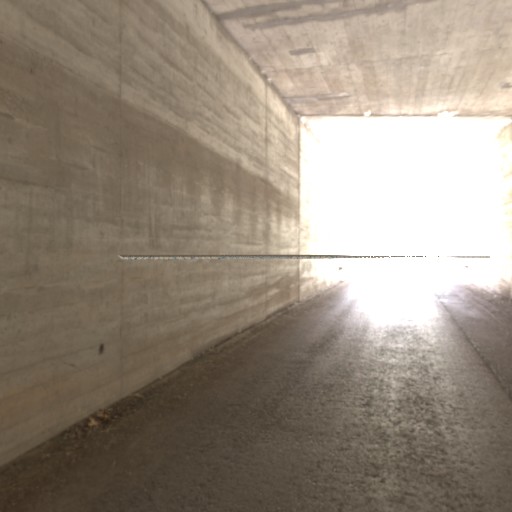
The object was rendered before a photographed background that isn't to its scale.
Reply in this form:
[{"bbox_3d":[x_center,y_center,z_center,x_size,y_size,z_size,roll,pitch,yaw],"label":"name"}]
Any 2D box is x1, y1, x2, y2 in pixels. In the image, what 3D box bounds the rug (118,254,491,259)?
[{"bbox_3d":[0.000,0.000,4.152,2.457,0.015,3.049,0,0,-18],"label":"rug"}]
